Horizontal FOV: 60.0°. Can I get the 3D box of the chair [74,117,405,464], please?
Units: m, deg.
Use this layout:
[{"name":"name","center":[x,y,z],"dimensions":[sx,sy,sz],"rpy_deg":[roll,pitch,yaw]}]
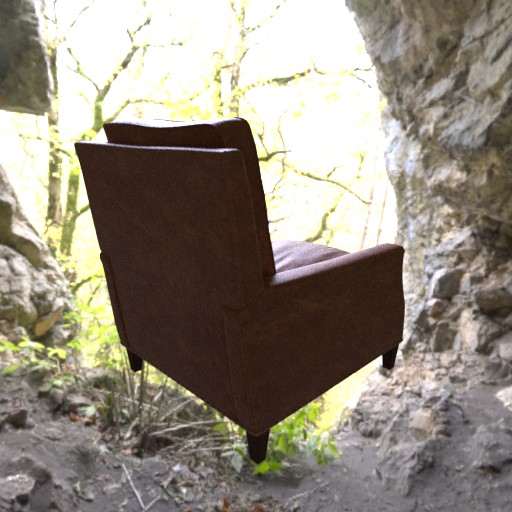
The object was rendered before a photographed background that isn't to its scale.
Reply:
[{"name":"chair","center":[0.000,0.000,1.785],"dimensions":[1.035,1.054,0.854],"rpy_deg":[-15,22,-42]}]
